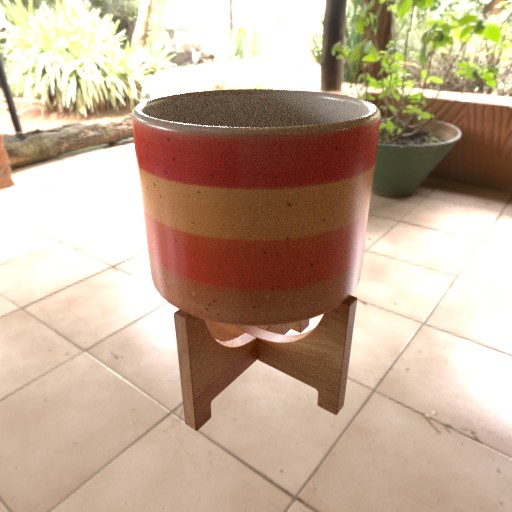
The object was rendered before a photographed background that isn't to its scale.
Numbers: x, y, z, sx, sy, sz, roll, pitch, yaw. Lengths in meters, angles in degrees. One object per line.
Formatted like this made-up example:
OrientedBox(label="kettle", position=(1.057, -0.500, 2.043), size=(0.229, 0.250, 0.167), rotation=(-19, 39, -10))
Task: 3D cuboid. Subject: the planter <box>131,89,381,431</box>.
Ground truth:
OrientedBox(label="planter", position=(0.000, 0.000, 0.409), size=(0.199, 0.268, 0.199), rotation=(0, 28, 0))
